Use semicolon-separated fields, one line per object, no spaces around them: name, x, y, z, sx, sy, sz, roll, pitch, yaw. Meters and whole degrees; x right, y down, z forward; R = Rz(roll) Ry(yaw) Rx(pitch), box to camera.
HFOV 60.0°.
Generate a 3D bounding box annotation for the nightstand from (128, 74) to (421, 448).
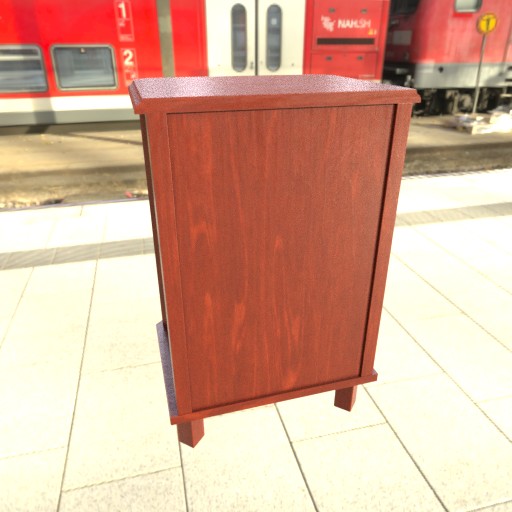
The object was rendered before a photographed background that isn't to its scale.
nightstand;0.000;0.000;0.931;0.435;0.681;0.351;-7;27;-14
